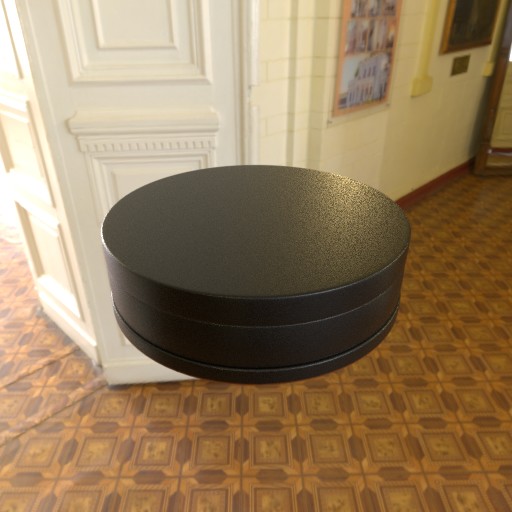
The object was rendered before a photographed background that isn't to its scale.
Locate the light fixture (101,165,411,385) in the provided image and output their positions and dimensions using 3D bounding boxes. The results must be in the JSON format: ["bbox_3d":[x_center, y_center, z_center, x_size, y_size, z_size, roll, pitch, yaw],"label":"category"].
[{"bbox_3d":[0.000,0.000,0.441,0.283,0.097,0.283,0,30,0],"label":"light fixture"}]
